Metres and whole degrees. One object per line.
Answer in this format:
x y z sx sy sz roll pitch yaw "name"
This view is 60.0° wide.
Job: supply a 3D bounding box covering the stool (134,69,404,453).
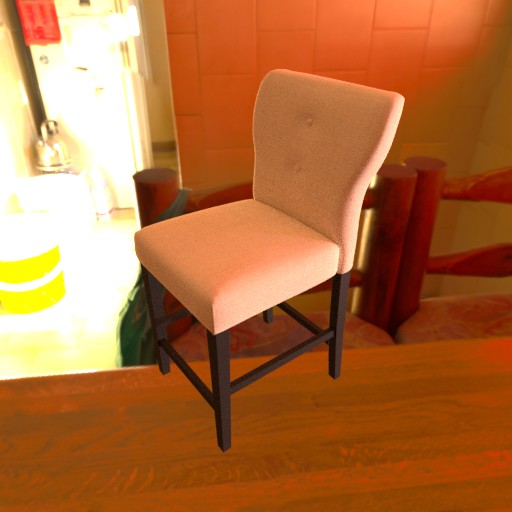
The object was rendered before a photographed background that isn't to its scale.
0.000 0.000 1.358 0.603 0.972 0.514 -21 37 -31 "stool"
